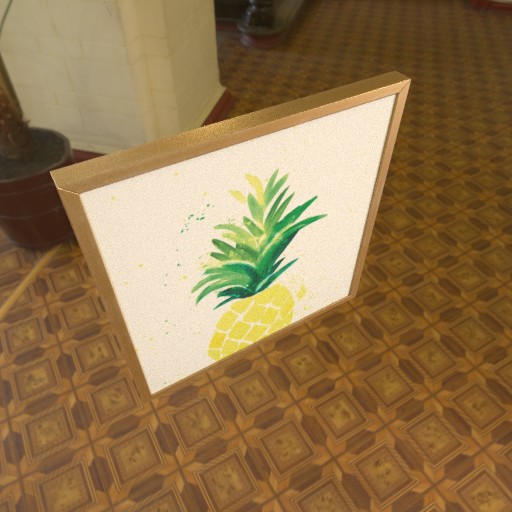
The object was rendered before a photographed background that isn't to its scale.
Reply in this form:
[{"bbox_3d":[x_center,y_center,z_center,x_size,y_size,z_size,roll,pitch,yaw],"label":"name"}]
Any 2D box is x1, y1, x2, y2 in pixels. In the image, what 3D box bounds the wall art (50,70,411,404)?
[{"bbox_3d":[0.000,0.000,0.753,0.510,0.509,0.033,-23,50,-21],"label":"wall art"}]
